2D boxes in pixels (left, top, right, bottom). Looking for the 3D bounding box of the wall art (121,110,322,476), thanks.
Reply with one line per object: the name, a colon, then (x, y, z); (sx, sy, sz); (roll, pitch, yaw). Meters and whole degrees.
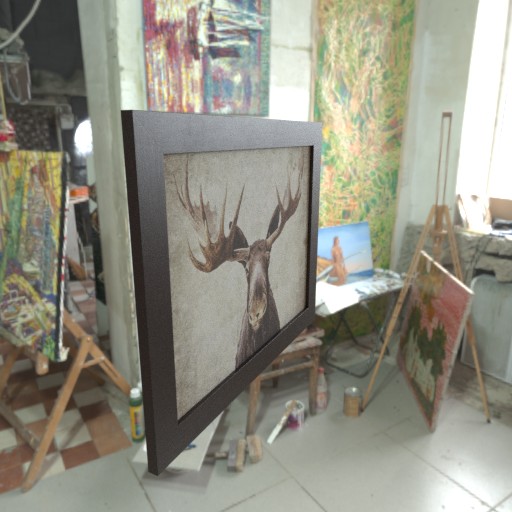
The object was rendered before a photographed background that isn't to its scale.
wall art: (0.000, 0.000, 1.606); (0.034, 0.952, 1.207); (8, 17, 27)
